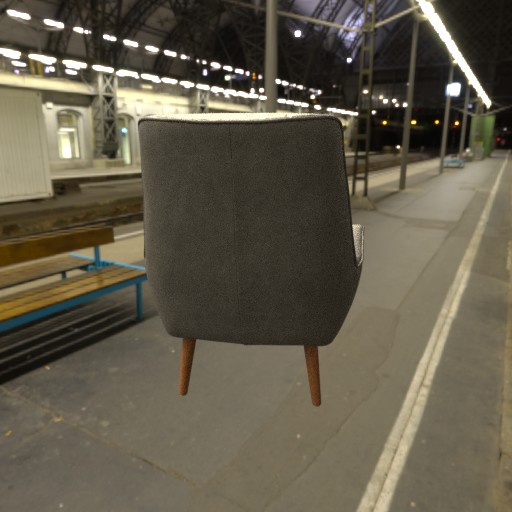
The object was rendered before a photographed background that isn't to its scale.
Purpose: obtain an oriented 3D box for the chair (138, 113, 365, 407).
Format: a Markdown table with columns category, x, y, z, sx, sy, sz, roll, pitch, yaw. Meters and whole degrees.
| category | x | y | z | sx | sy | sz | roll | pitch | yaw |
| --- | --- | --- | --- | --- | --- | --- | --- | --- | --- |
| chair | 0.000 | 0.000 | 1.509 | 0.787 | 0.888 | 0.822 | 2 | 15 | 8 |
